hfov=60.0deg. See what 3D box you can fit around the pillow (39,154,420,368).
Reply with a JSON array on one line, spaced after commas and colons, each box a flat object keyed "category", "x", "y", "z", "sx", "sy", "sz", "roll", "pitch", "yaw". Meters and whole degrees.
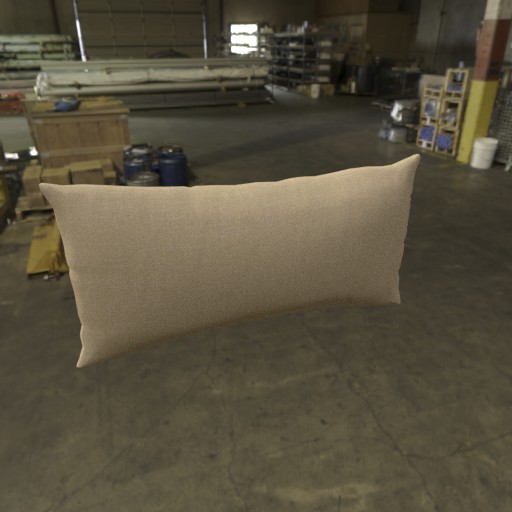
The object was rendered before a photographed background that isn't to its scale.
[{"category": "pillow", "x": 0.000, "y": 0.000, "z": 0.739, "sx": 0.612, "sy": 0.308, "sz": 0.148, "roll": -8, "pitch": 27, "yaw": -17}]
